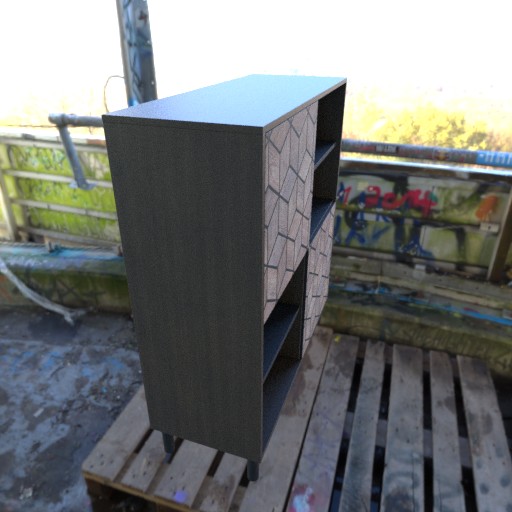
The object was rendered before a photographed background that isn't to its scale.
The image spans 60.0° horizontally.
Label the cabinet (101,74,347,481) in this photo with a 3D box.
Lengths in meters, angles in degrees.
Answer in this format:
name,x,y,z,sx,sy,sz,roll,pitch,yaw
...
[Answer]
name,x,y,z,sx,sy,sz,roll,pitch,yaw
cabinet,0.000,0.000,1.664,0.400,1.170,1.010,10,29,18
